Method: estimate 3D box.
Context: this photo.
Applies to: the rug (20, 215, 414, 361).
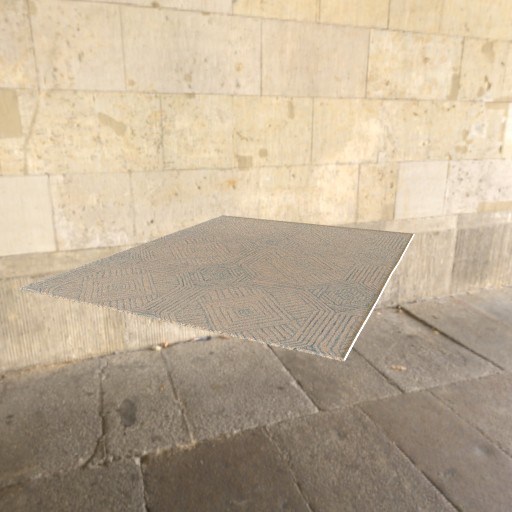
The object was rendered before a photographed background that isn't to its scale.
[{"bbox_3d":[0.000,0.000,4.110,2.457,0.015,3.049,8,18,24],"label":"rug"}]
